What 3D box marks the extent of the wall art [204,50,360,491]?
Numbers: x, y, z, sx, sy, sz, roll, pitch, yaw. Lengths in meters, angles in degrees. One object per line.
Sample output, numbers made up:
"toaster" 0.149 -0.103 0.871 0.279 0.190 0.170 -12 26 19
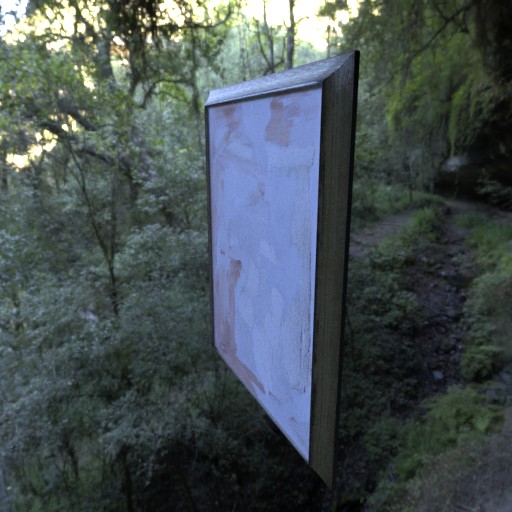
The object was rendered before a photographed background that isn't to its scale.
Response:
"wall art" 0.000 0.000 0.604 0.023 0.457 0.381 -7 16 -24
